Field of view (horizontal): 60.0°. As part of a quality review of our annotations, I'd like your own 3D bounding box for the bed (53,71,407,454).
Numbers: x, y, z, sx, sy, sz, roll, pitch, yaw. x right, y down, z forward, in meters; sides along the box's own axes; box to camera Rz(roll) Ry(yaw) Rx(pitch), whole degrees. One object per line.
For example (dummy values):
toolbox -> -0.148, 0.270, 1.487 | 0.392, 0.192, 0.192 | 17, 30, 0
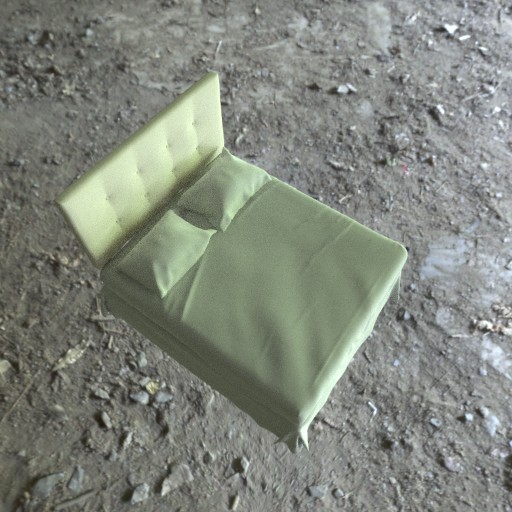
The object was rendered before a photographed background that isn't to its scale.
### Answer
bed -> 0.000, 0.000, 3.526 | 2.222, 1.577, 1.936 | 32, 64, 18
